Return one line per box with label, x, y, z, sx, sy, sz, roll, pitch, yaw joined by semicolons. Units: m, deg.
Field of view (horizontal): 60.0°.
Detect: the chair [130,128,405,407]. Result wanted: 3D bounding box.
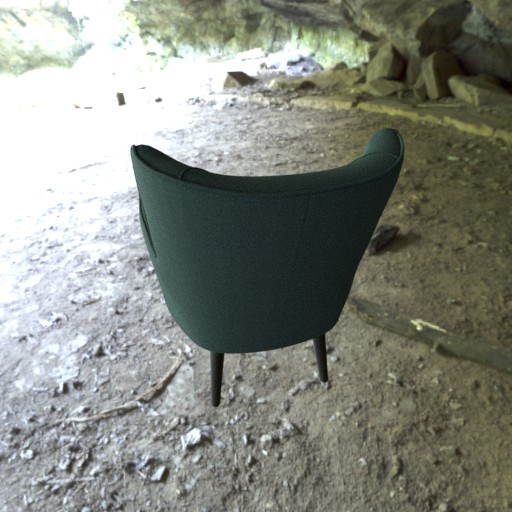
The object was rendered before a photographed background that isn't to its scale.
chair;0.000;0.000;1.597;0.781;0.933;0.888;-8;29;-15
